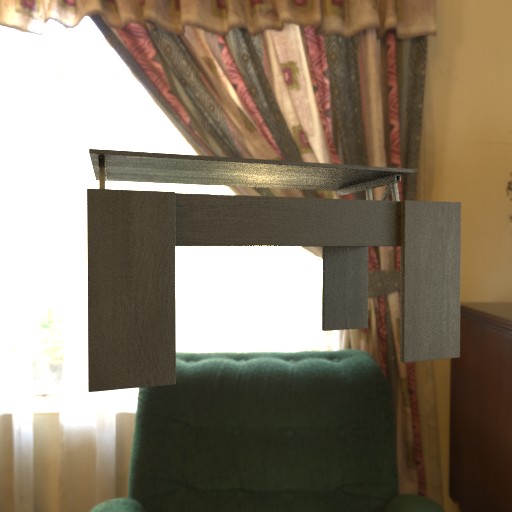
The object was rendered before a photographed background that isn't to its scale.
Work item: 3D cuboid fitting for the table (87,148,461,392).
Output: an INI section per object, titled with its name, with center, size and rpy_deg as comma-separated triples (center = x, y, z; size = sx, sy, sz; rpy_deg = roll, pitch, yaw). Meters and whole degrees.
[table]
center = 0.000, 0.000, 1.439
size = 1.000, 0.570, 0.711
rpy_deg = 0, 1, -18
